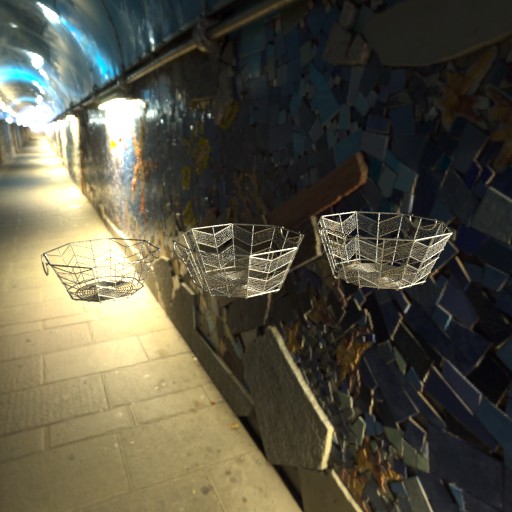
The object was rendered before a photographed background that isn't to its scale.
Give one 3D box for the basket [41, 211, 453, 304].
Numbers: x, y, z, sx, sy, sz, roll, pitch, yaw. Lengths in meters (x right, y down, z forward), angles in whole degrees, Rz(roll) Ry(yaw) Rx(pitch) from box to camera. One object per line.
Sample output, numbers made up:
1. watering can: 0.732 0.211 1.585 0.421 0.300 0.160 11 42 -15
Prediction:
1. basket: 0.000 0.000 1.380 1.246 0.178 0.432 -3 17 -9
